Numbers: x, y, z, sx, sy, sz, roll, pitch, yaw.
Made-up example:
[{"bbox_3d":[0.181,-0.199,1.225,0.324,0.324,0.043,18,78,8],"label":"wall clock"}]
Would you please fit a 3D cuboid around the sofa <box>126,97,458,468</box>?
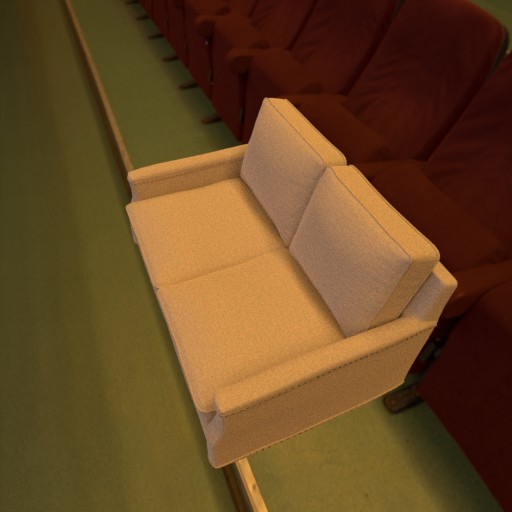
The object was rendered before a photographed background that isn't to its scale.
[{"bbox_3d":[0.000,0.000,2.290,1.084,1.003,1.597,-17,49,-16],"label":"sofa"}]
